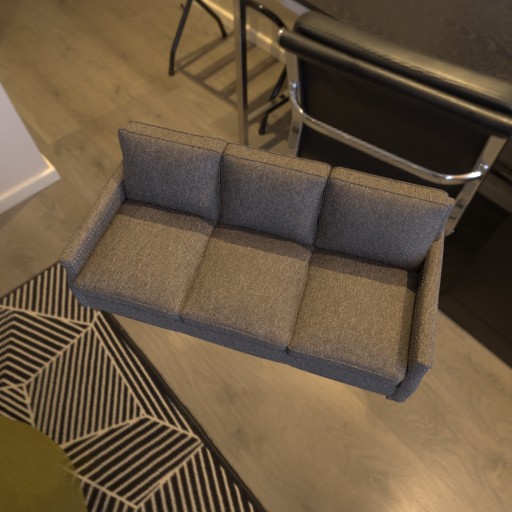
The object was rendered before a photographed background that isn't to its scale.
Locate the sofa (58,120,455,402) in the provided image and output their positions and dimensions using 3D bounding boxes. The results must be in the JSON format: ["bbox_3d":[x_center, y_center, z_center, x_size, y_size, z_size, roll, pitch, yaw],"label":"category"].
[{"bbox_3d":[0.000,0.000,2.841,2.246,1.003,1.084,15,60,9],"label":"sofa"}]
